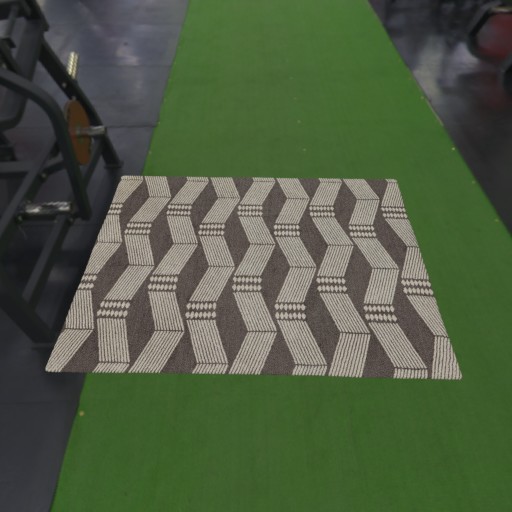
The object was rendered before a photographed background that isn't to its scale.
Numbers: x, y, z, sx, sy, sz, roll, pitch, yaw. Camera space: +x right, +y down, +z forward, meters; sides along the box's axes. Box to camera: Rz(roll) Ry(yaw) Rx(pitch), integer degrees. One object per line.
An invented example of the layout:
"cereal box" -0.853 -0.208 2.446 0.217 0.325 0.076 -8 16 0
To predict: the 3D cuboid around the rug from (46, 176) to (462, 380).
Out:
"rug" 0.000 0.000 4.075 3.048 0.016 2.438 1 46 1
